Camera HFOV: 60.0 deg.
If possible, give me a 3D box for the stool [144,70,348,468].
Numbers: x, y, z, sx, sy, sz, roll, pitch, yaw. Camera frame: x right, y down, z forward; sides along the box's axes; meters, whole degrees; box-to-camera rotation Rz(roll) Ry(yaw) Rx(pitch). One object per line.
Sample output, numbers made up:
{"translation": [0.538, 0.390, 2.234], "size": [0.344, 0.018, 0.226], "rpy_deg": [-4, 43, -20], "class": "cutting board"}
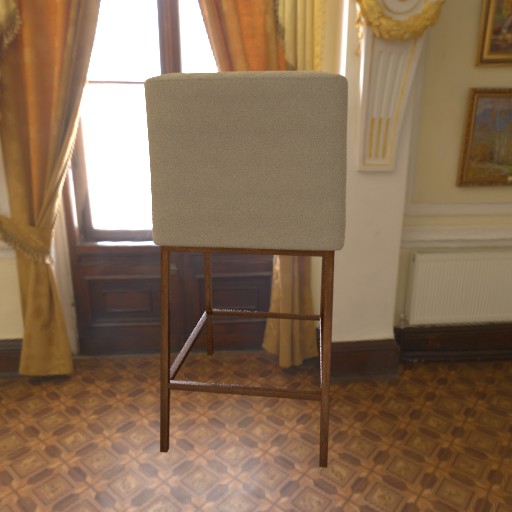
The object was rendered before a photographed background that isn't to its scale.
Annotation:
{"translation": [0.000, 0.000, 1.329], "size": [0.507, 0.973, 0.576], "rpy_deg": [2, 16, 7], "class": "stool"}
